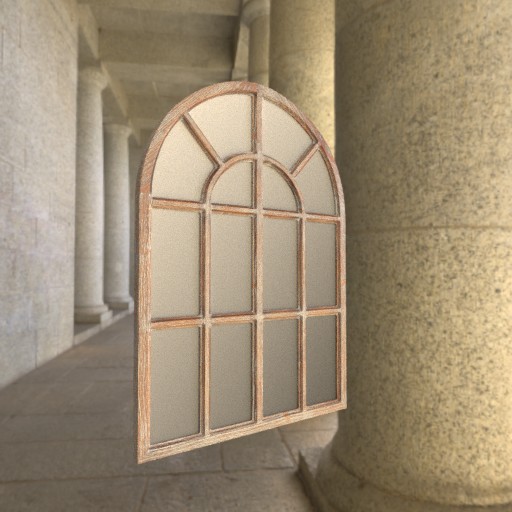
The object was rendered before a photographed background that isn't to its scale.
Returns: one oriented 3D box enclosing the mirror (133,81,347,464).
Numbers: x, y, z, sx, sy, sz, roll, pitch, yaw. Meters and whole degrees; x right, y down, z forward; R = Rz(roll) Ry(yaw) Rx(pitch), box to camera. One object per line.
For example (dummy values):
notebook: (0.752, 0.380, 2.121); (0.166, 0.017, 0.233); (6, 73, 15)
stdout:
mirror: (0.000, 0.000, 1.185); (0.660, 0.920, 0.032); (1, -2, -36)
